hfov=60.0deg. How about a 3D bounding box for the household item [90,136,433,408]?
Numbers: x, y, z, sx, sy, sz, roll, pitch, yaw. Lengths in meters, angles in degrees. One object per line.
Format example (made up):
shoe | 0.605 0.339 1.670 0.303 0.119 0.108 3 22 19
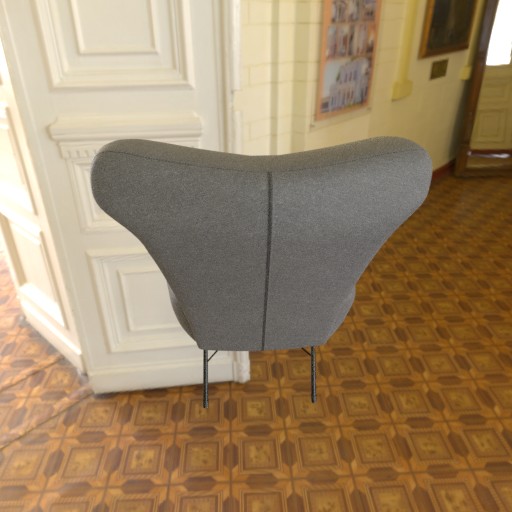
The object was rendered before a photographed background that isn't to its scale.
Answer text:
household item | 0.000 0.000 1.751 0.980 1.050 0.900 -2 29 -3
